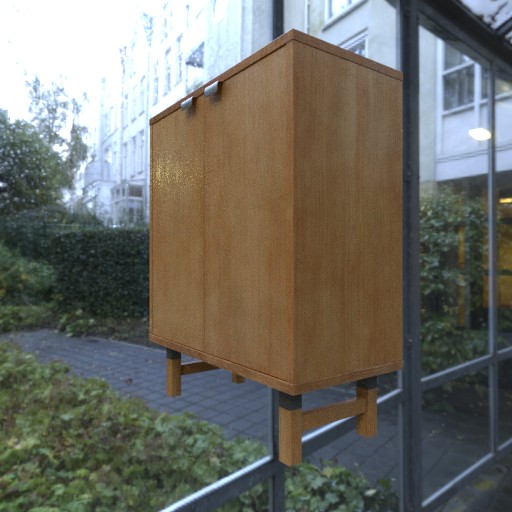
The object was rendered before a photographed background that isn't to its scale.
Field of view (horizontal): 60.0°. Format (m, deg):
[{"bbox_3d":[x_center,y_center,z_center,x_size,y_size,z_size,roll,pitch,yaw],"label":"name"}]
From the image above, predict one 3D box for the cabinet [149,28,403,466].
[{"bbox_3d":[0.000,0.000,1.409,0.419,1.001,0.800,0,0,-36],"label":"cabinet"}]
